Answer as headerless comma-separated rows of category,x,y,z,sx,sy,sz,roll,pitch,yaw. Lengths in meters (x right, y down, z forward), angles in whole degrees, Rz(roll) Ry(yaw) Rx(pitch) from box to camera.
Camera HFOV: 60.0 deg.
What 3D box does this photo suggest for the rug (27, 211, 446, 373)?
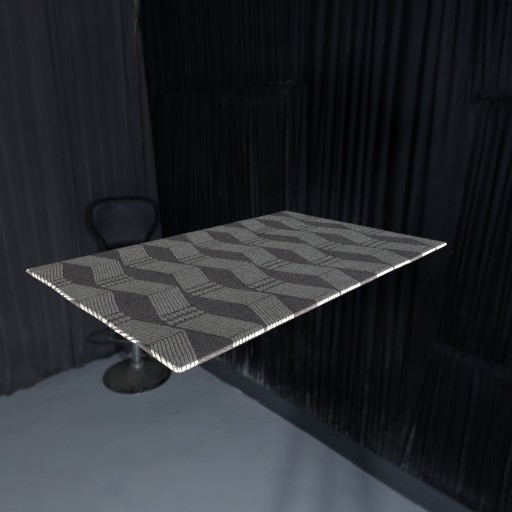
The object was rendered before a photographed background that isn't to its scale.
rug,0.000,0.000,2.278,1.833,0.016,1.210,-17,25,-42
